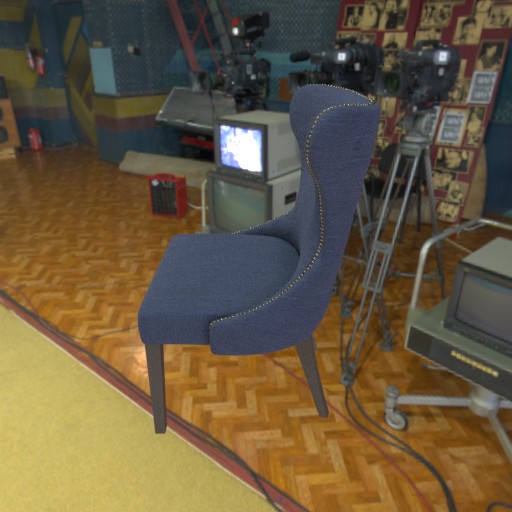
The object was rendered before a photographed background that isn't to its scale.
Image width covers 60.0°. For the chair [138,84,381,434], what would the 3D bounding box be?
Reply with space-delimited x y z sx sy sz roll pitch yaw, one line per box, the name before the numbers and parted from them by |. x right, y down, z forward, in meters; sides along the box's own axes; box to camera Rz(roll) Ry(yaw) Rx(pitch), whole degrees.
chair | 0.000 0.000 1.382 0.635 0.967 0.628 0 25 1
